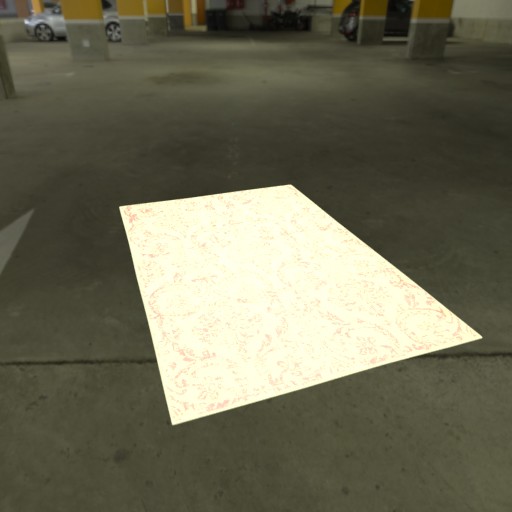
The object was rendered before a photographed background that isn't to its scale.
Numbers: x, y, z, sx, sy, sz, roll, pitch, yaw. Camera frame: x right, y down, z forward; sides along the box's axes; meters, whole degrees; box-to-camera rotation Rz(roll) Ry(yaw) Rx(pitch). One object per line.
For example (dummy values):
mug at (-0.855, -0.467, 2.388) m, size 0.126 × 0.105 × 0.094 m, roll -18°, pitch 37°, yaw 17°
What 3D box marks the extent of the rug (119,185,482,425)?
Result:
rug at (0.000, 0.000, 3.437) m, size 1.819 × 0.018 × 2.746 m, roll -10°, pitch 31°, yaw -17°
